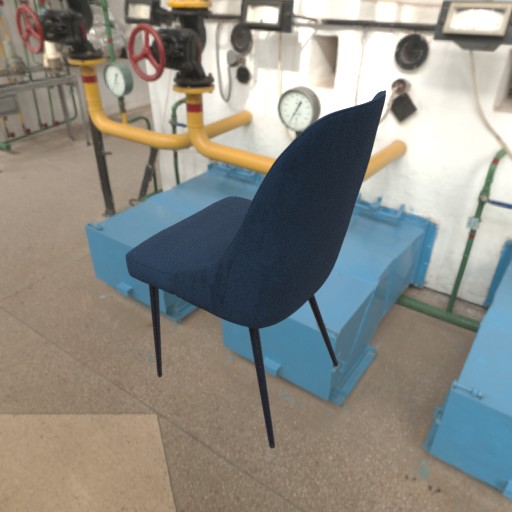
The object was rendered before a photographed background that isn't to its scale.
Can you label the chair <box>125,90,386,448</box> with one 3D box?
[{"bbox_3d":[0.000,0.000,1.207,0.559,0.896,0.478,21,38,30],"label":"chair"}]
